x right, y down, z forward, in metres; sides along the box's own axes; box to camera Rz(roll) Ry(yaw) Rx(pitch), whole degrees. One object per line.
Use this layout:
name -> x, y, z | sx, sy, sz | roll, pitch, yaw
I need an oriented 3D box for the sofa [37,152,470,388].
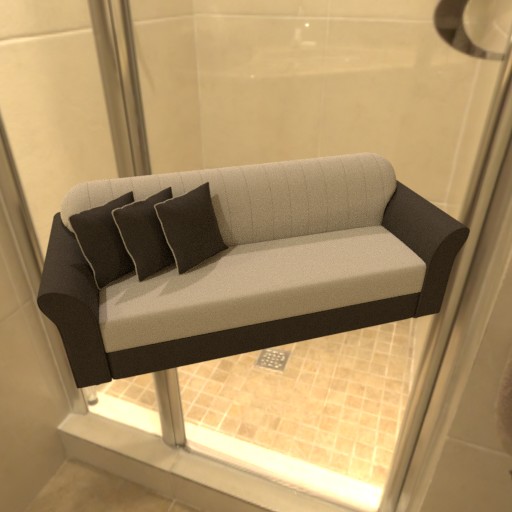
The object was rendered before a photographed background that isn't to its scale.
sofa -> 0.000, 0.000, 2.366 | 2.001, 0.787, 0.755 | -9, 33, -14
